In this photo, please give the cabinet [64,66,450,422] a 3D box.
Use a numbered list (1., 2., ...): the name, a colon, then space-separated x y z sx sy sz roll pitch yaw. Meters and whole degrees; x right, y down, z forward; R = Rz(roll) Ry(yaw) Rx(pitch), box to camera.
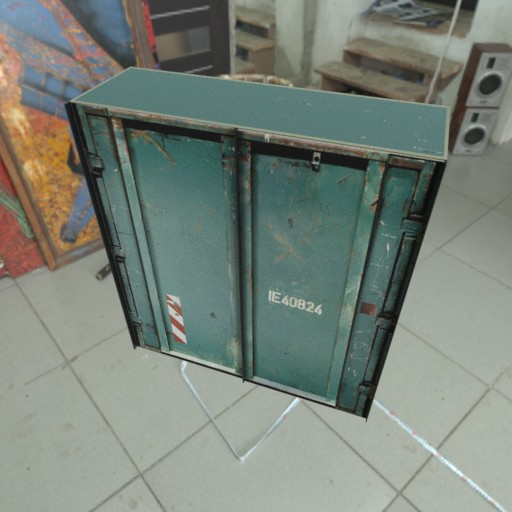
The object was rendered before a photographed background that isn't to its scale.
1. cabinet: 0.000 0.000 3.119 2.000 2.160 0.680 13 42 15
